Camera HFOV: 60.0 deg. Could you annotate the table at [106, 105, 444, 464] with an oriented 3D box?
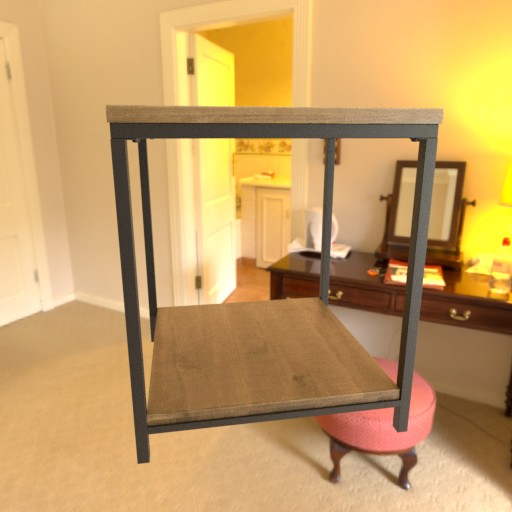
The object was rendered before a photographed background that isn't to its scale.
[{"bbox_3d":[0.000,0.000,0.966,0.507,0.589,0.503,-3,16,-10],"label":"table"}]
